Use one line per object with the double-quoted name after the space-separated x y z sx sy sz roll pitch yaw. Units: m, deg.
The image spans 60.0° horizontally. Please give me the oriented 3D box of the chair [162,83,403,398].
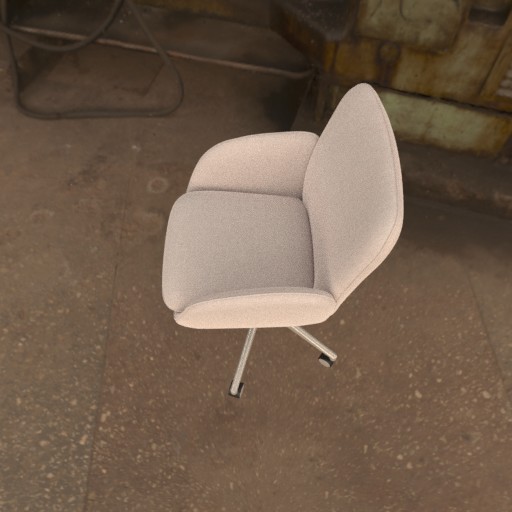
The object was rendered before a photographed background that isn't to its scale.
0.000 0.000 1.378 0.633 0.959 0.648 -1 59 0 "chair"
